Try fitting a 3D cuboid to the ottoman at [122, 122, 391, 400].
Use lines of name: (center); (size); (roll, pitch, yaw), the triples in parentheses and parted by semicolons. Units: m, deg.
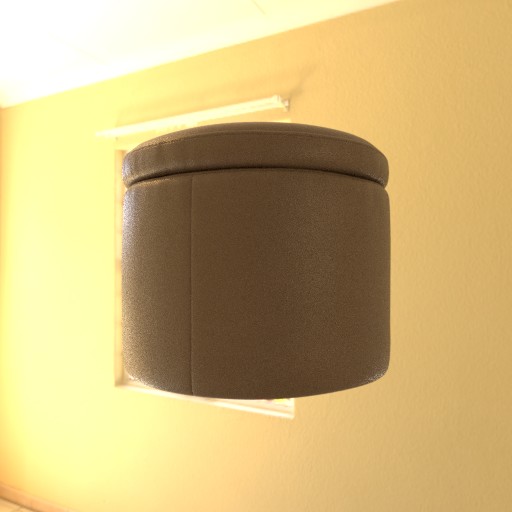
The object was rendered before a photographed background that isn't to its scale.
ottoman: (0.000, 0.000, 0.859); (0.500, 0.409, 0.500); (0, -1, 0)
